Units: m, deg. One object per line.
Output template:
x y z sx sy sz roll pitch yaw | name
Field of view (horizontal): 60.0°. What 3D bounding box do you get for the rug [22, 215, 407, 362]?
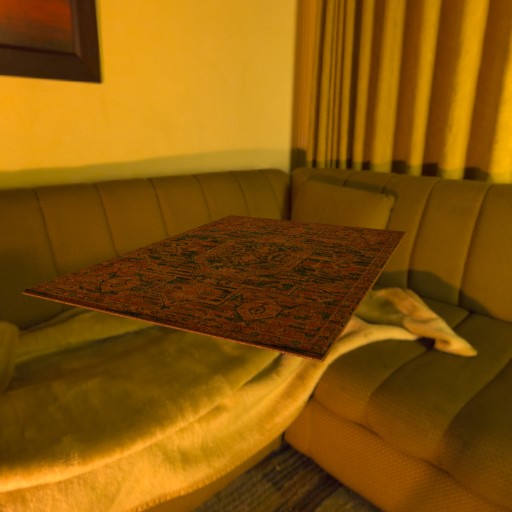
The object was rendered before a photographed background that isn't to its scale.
0.000 0.000 2.874 1.588 0.024 2.204 8 18 24 | rug
